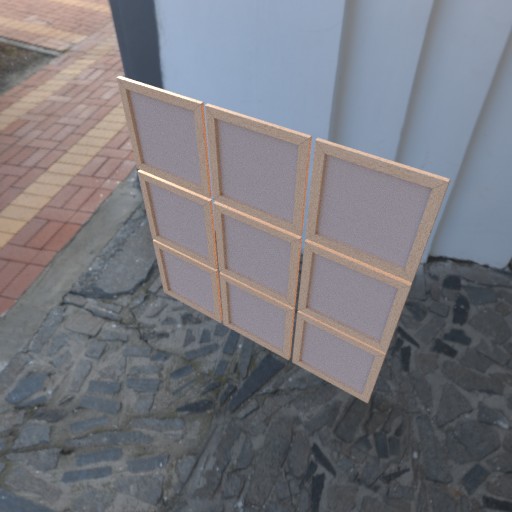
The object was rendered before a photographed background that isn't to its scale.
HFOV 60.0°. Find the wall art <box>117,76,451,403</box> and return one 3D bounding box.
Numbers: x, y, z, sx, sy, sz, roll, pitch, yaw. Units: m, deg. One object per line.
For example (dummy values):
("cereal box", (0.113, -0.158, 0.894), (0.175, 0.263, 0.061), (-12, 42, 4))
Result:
("wall art", (0.000, 0.000, 1.826), (1.217, 1.207, 0.016), (25, 50, 23))
